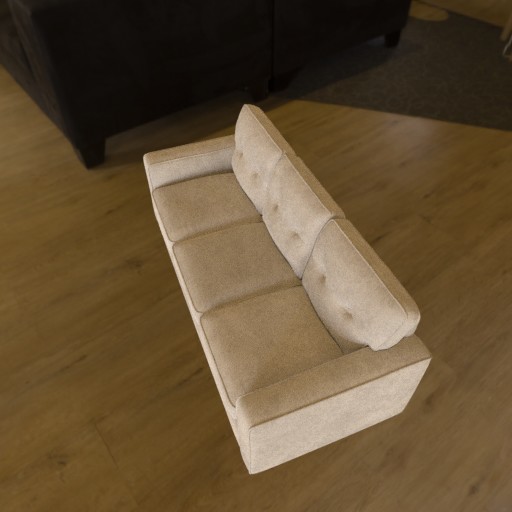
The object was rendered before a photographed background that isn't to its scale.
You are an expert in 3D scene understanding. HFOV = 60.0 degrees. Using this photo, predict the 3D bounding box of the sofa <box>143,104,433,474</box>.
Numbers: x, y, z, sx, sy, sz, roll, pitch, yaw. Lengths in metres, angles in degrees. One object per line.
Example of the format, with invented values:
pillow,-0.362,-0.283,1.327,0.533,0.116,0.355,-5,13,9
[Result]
sofa,0.000,0.000,2.708,0.939,0.965,2.133,-16,49,-15
